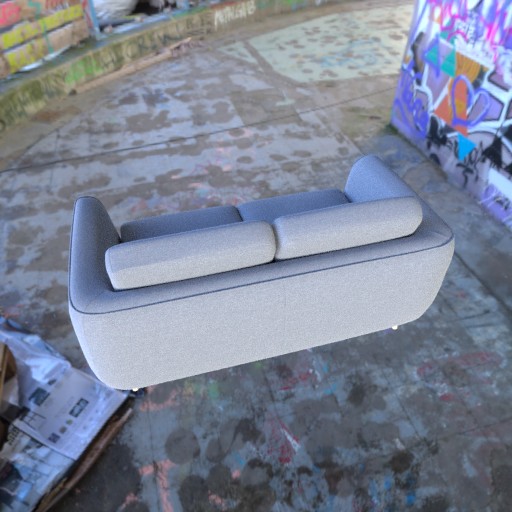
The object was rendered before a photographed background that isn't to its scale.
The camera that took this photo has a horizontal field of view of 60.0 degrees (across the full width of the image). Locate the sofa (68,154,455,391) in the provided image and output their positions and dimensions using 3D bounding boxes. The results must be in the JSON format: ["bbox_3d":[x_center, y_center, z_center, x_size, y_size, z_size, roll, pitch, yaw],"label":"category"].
[{"bbox_3d":[0.000,0.000,2.218,1.700,0.850,0.920,-11,43,-12],"label":"sofa"}]
